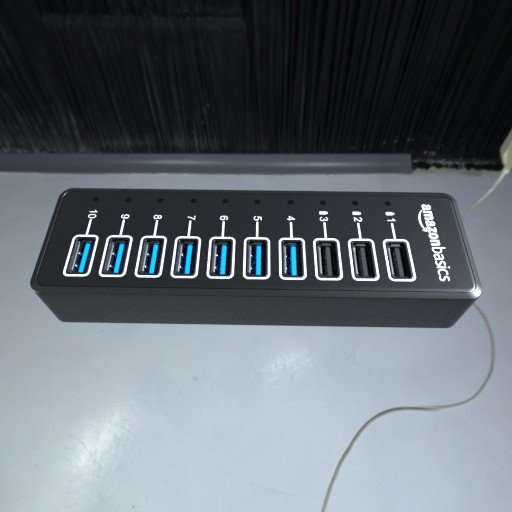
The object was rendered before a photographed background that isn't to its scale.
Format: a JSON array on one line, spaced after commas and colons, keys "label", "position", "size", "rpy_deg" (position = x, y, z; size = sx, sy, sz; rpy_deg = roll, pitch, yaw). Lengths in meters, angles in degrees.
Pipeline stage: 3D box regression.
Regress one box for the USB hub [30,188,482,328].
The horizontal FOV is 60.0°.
[{"label": "USB hub", "position": [0.000, 0.000, 0.160], "size": [0.145, 0.023, 0.044], "rpy_deg": [1, 57, 1]}]
